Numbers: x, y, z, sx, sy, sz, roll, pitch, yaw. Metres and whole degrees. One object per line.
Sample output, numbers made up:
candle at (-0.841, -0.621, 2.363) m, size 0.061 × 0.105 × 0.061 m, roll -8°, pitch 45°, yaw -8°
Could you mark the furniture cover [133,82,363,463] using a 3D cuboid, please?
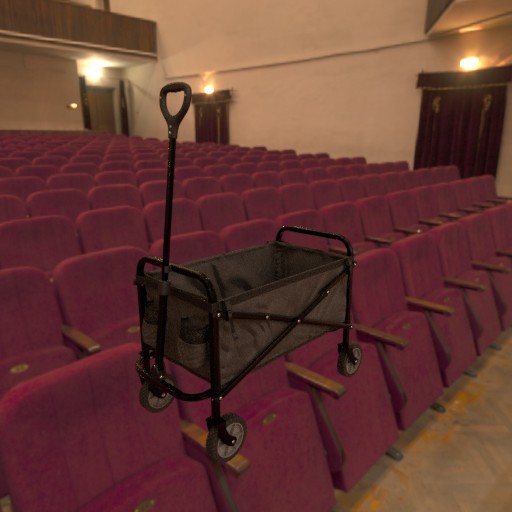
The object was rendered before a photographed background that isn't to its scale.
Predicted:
furniture cover at (0.000, 0.000, 1.845) m, size 0.532 × 1.295 × 1.038 m, roll 14°, pitch 20°, yaw 42°
